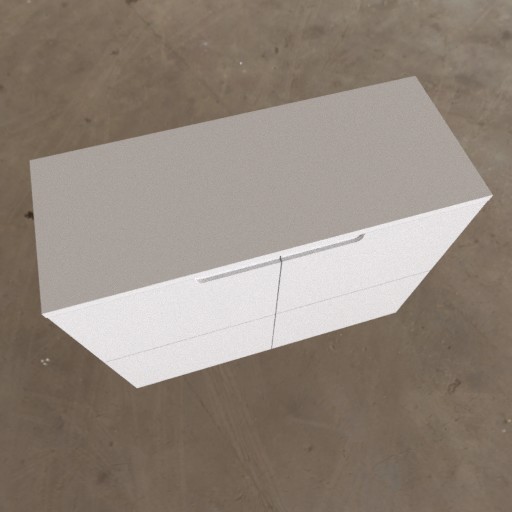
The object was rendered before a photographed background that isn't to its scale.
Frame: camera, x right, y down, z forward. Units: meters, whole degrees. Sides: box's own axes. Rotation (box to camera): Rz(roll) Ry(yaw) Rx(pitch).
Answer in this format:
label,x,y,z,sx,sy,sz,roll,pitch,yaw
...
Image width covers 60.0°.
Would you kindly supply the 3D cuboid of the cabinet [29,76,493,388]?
label,x,y,z,sx,sy,sz,roll,pitch,yaw
cabinet,0.000,0.000,1.381,1.000,0.800,0.400,-15,64,-7
